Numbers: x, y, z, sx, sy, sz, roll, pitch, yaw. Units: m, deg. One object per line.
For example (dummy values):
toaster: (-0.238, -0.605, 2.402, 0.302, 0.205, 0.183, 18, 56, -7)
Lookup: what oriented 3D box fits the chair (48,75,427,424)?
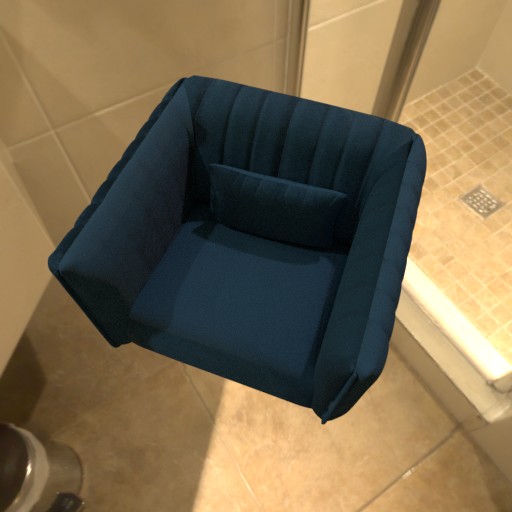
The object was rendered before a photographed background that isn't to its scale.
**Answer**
chair: (0.000, 0.000, 1.589, 0.947, 0.793, 0.877, 17, 61, 10)
